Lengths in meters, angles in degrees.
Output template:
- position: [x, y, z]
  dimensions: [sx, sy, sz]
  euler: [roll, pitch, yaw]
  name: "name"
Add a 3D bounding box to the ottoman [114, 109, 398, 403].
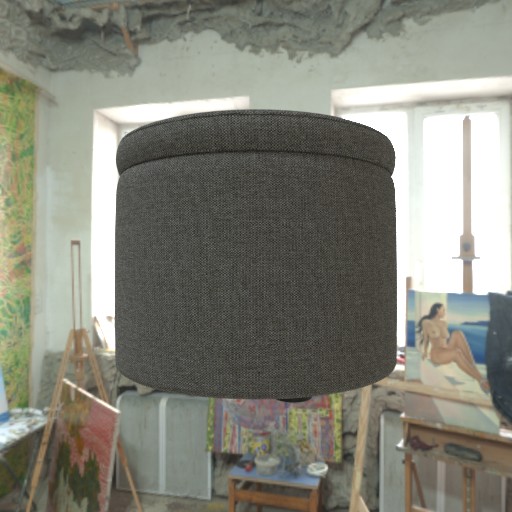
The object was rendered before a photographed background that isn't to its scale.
- position: [0.000, 0.000, 0.856]
  dimensions: [0.520, 0.430, 0.520]
  euler: [0, -1, 0]
  name: "ottoman"
